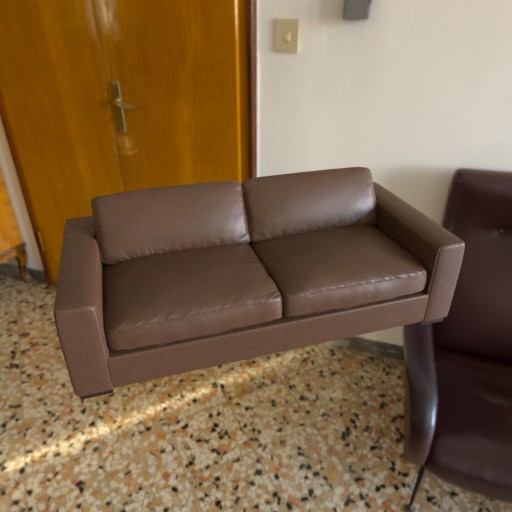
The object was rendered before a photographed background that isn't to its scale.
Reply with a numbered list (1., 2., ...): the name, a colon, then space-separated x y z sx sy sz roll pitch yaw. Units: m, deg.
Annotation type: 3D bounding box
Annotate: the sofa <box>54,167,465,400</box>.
1. sofa: 0.000 0.000 2.792 2.262 0.801 1.070 -9 31 -15
